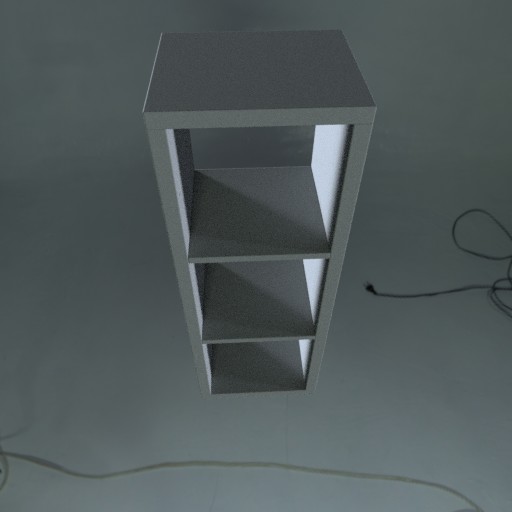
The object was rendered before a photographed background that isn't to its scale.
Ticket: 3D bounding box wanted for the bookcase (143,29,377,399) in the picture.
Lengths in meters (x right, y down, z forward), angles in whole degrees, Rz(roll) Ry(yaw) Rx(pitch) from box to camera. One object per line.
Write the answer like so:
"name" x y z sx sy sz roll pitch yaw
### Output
"bookcase" 0.000 0.000 1.245 0.390 1.080 0.330 -2 48 -2
